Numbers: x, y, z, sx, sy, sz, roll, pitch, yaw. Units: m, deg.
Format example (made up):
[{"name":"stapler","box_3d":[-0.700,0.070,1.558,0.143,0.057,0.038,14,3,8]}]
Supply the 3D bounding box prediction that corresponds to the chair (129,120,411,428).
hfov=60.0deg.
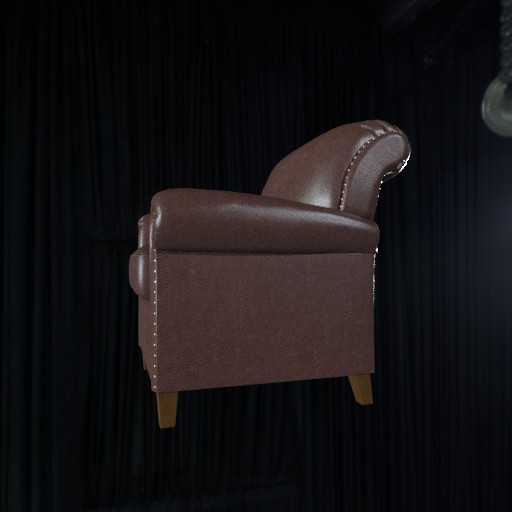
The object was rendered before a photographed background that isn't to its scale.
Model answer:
[{"name":"chair","box_3d":[0.000,0.000,1.634,0.890,0.927,0.854,0,-1,-18]}]
